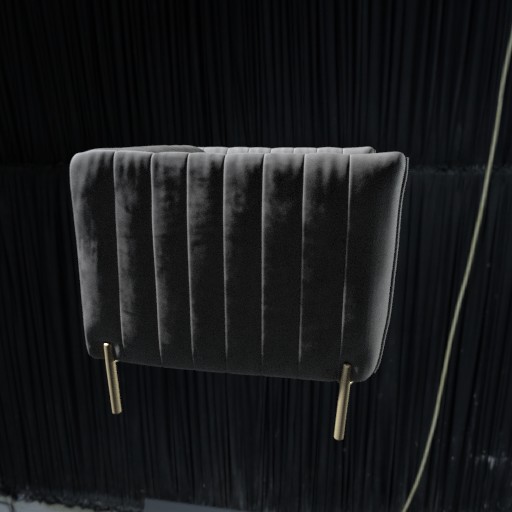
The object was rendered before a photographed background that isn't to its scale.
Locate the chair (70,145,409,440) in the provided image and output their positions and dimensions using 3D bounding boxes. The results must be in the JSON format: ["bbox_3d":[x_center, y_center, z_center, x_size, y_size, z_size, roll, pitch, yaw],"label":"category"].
[{"bbox_3d":[0.000,0.000,1.613,0.873,0.779,0.981,2,15,9],"label":"chair"}]
